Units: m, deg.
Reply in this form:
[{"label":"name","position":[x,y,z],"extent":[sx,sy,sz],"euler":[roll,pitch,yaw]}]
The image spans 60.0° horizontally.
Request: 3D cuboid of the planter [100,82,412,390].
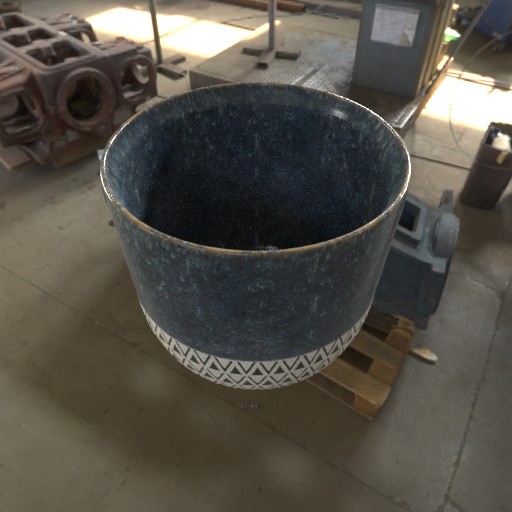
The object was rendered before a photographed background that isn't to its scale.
[{"label":"planter","position":[0.000,0.000,0.483],"extent":[0.266,0.270,0.266],"euler":[0,45,0]}]
